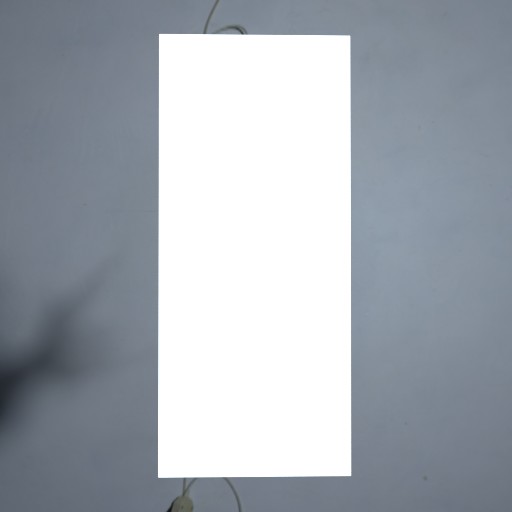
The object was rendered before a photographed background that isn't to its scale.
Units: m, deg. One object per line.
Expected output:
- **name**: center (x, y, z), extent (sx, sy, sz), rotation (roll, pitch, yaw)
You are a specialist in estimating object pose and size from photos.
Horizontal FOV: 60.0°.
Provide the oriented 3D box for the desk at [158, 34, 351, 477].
- **desk**: center (0.000, 0.000, 1.700), extent (0.589, 0.762, 1.313), rotation (0, 89, -1)
